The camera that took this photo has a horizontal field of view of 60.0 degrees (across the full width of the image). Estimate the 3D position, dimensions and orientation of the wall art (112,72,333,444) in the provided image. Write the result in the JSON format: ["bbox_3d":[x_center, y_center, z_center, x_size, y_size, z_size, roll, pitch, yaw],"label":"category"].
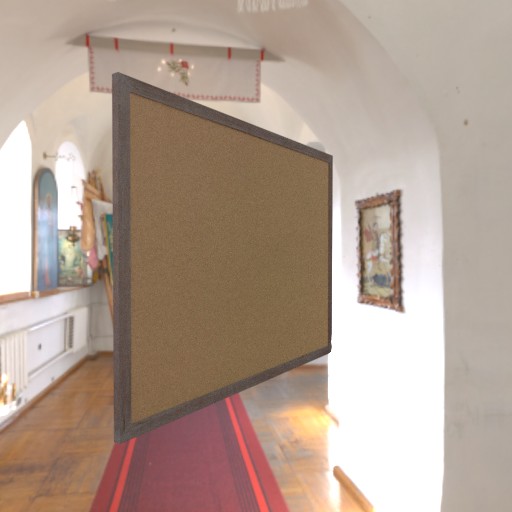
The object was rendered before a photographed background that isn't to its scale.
[{"bbox_3d":[0.000,0.000,1.339,0.019,0.774,1.012,1,1,35],"label":"wall art"}]
